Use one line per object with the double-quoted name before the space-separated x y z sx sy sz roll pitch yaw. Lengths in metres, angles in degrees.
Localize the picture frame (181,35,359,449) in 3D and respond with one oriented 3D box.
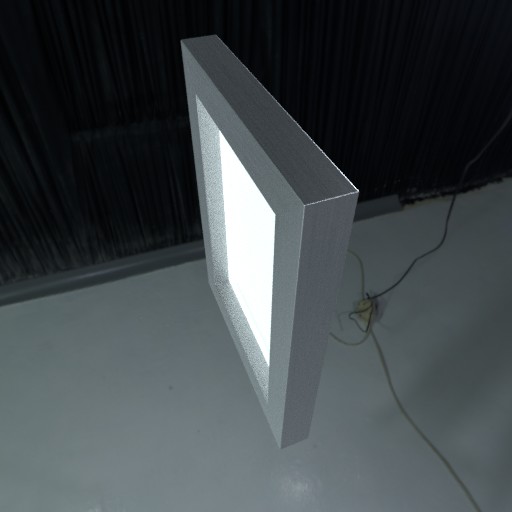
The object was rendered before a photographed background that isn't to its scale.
"picture frame" 0.000 0.000 0.275 0.028 0.208 0.157 -16 48 -15
